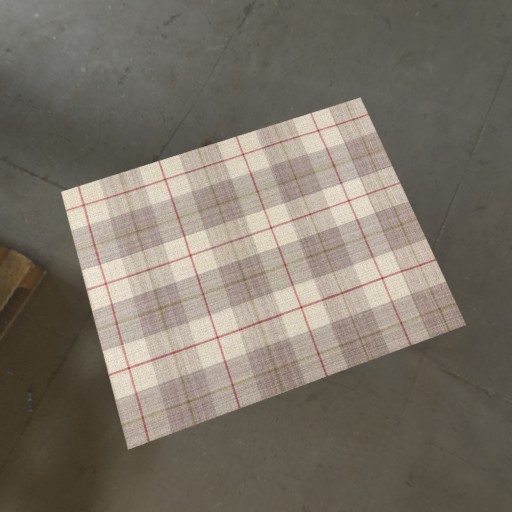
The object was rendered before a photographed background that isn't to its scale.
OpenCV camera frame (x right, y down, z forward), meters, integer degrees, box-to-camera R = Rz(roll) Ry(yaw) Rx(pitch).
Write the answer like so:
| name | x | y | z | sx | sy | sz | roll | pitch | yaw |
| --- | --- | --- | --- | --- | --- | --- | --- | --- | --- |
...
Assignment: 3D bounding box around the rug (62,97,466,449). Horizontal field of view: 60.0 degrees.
| name | x | y | z | sx | sy | sz | roll | pitch | yaw |
| --- | --- | --- | --- | --- | --- | --- | --- | --- | --- |
| rug | 0.000 | 0.000 | 3.908 | 2.959 | 0.016 | 2.317 | -19 | 76 | -5 |
